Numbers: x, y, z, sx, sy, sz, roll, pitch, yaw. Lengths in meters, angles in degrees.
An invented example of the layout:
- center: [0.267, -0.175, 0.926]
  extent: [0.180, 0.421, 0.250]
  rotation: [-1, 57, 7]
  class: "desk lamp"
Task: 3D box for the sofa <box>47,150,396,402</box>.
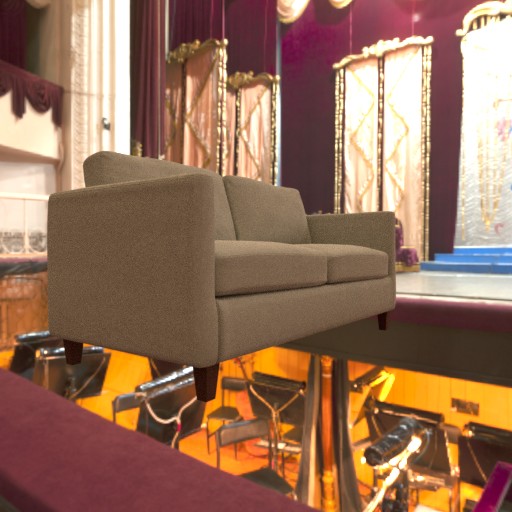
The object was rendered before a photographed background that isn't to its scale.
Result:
- center: [0.000, 0.000, 2.423]
  extent: [0.950, 0.963, 1.884]
  rotation: [0, 1, 37]
  class: "sofa"
